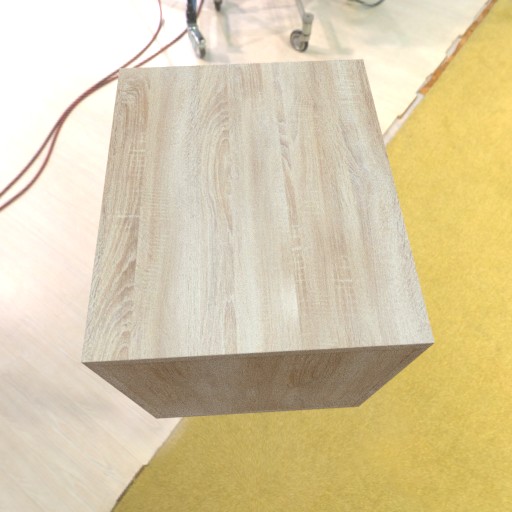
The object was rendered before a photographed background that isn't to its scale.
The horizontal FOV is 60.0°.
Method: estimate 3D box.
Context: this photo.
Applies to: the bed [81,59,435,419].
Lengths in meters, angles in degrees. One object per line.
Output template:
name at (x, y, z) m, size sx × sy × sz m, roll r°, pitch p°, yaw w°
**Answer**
bed at (0.000, 0.000, 0.770) m, size 0.401 × 0.420 × 0.460 m, roll -3°, pitch 62°, yaw -2°
